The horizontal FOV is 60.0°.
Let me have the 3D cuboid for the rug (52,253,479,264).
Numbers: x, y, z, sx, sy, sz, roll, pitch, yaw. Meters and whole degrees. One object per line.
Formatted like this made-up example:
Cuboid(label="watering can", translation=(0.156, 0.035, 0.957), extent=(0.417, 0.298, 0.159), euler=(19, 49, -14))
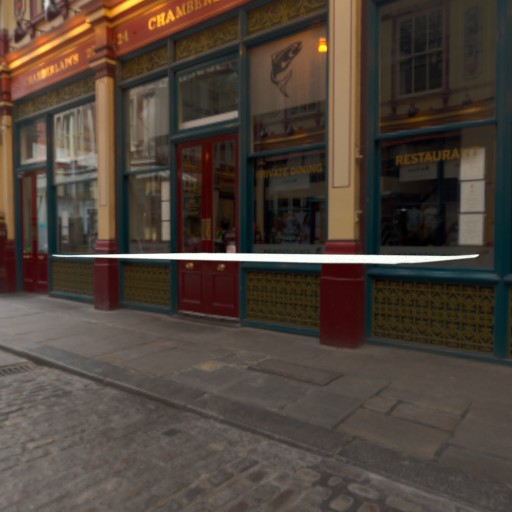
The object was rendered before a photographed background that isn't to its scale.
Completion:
Cuboid(label="rug", translation=(0.000, 0.000, 2.955), extent=(2.434, 0.023, 1.518), euler=(1, 2, 37))
